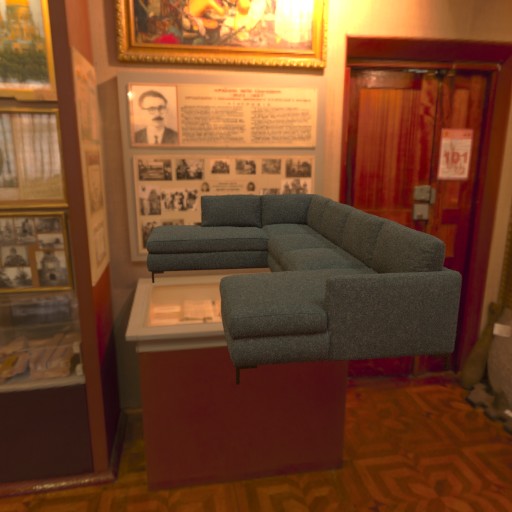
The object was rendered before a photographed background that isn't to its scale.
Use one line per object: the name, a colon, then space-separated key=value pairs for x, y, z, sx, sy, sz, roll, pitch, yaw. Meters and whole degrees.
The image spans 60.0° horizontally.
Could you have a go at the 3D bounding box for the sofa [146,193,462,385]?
sofa: x=0.000 y=0.000 z=3.837 sx=2.007 sy=0.813 sz=2.956 roll=-2 pitch=14 yaw=-8
